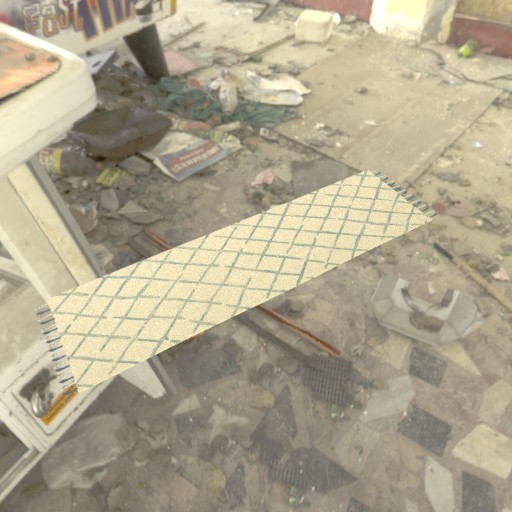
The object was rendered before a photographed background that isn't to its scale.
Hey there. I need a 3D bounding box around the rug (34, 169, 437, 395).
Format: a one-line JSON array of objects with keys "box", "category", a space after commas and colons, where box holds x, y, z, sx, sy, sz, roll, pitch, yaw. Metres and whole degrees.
[{"box": [0.000, 0.000, 2.574, 2.372, 0.008, 0.620, -24, 51, -21], "category": "rug"}]
